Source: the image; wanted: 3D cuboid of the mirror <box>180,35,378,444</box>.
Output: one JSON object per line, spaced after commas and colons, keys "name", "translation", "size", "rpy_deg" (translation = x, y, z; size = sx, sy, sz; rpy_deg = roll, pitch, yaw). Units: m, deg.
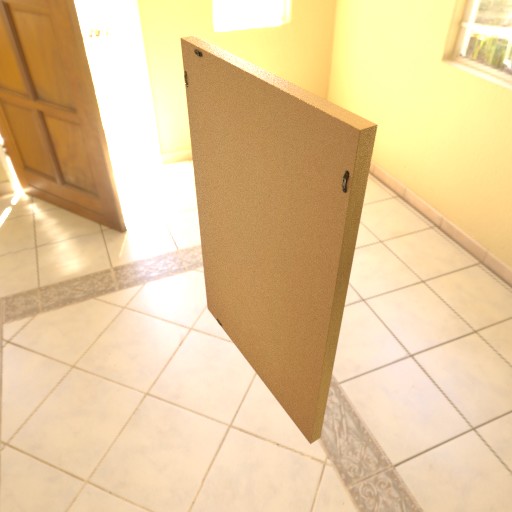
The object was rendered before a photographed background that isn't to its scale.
{"name": "mirror", "translation": [0.000, 0.000, 1.138], "size": [0.040, 0.915, 0.609], "rpy_deg": [-22, 45, -24]}
